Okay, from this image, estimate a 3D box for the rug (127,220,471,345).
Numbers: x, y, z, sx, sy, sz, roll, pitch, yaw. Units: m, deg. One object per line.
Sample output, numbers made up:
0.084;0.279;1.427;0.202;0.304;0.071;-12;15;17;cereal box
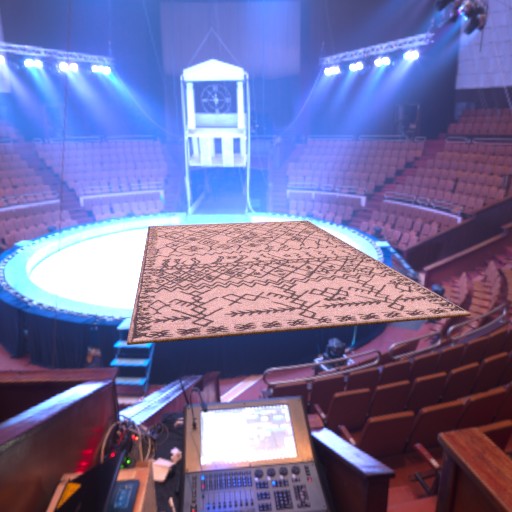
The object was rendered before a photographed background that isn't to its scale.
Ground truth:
0.000;0.000;3.045;1.526;0.012;2.444;-3;15;-11;rug
